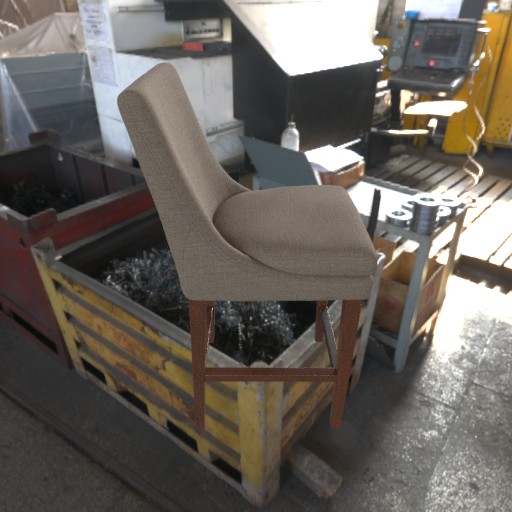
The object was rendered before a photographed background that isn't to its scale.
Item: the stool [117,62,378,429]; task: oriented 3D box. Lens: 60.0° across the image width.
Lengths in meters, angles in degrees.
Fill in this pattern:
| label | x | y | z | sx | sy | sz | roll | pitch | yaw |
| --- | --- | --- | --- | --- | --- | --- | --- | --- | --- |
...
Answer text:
| label | x | y | z | sx | sy | sz | roll | pitch | yaw |
| --- | --- | --- | --- | --- | --- | --- | --- | --- | --- |
| stool | 0.000 | 0.000 | 1.275 | 0.577 | 0.981 | 0.470 | 0 | 31 | 0 |
